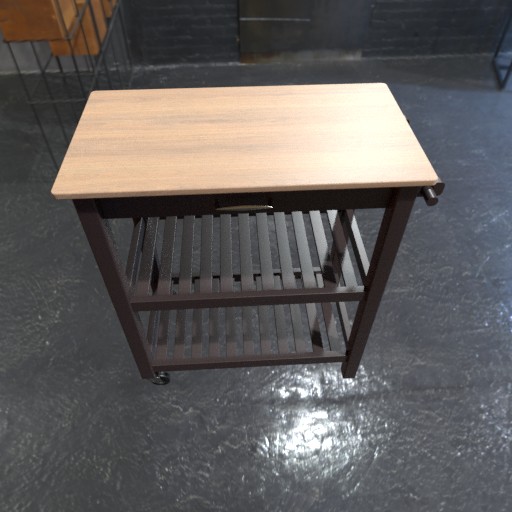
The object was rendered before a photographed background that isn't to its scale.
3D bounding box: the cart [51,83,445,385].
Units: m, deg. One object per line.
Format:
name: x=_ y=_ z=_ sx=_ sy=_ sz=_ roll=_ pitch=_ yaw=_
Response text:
cart: x=0.000 y=0.000 z=1.445 sx=0.899 sy=0.927 sz=0.457 roll=-2 pitch=47 yaw=-2
